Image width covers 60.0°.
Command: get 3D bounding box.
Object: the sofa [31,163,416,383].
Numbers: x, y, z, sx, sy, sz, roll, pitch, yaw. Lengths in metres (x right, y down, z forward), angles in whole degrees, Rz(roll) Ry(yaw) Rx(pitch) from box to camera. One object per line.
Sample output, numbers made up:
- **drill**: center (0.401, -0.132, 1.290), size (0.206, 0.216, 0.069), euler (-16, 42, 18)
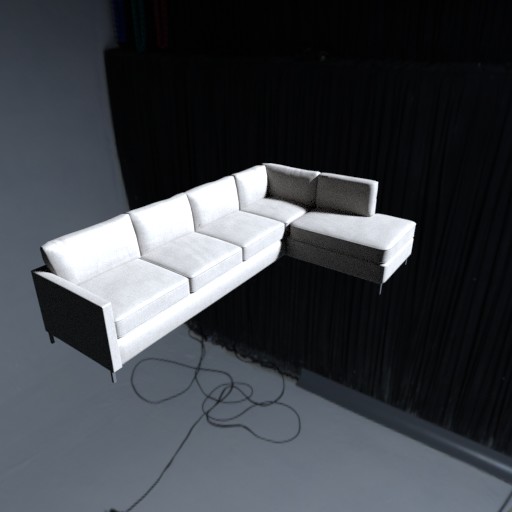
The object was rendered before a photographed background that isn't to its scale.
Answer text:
- **sofa**: center (0.000, 0.000, 4.331), size (2.077, 0.964, 3.331), euler (18, 32, 31)
